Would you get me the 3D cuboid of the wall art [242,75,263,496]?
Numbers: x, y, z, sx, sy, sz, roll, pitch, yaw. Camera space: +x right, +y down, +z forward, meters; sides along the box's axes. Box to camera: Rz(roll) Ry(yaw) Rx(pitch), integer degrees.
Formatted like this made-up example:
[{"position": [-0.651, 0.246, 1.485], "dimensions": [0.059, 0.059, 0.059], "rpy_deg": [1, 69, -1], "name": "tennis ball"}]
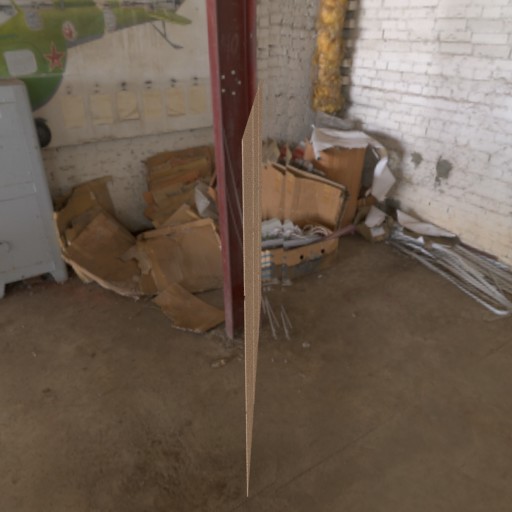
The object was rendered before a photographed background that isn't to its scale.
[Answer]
[{"position": [0.000, 0.000, 2.193], "dimensions": [0.002, 1.505, 1.517], "rpy_deg": [1, 28, 2], "name": "wall art"}]
